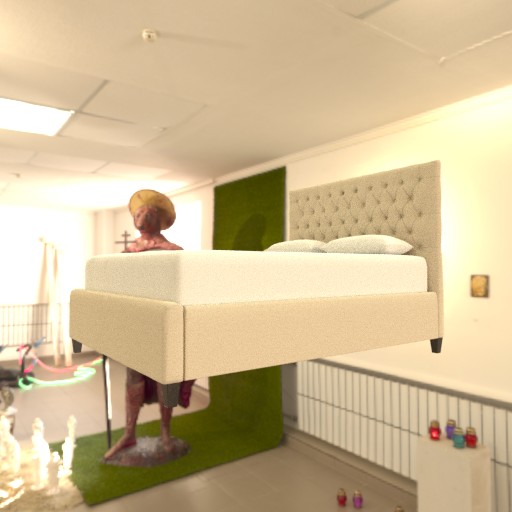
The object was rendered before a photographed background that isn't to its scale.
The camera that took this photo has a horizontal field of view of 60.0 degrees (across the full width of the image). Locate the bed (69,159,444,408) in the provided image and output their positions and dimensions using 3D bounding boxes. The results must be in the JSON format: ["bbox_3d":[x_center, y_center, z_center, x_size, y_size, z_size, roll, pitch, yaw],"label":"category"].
[{"bbox_3d":[0.000,0.000,3.292,2.233,1.426,1.696,1,-2,-36],"label":"bed"}]
